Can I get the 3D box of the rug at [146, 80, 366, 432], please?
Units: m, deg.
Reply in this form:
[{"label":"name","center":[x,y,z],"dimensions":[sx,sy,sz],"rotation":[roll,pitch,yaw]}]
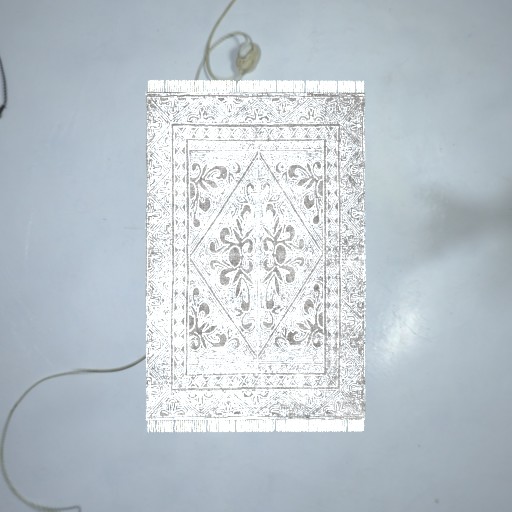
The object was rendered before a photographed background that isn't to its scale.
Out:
[{"label":"rug","center":[0.000,0.000,3.083],"dimensions":[1.529,0.010,2.440],"rotation":[0,90,-1]}]
